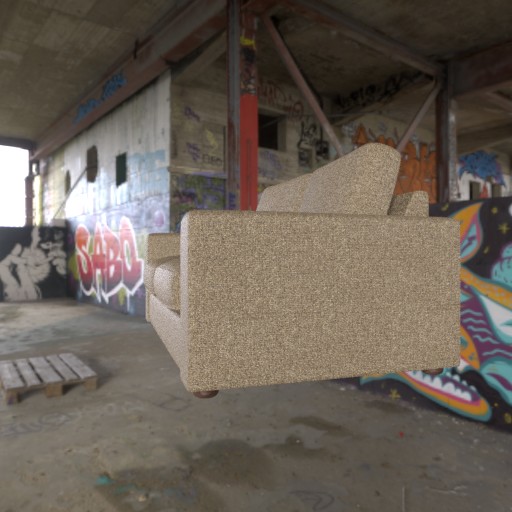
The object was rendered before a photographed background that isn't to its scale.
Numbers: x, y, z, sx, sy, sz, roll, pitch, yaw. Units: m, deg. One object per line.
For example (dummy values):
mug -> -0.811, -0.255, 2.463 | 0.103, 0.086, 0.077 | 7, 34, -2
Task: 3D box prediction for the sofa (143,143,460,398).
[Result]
sofa -> 0.000, 0.000, 2.182 | 1.016, 0.873, 1.616 | 0, 0, -18
